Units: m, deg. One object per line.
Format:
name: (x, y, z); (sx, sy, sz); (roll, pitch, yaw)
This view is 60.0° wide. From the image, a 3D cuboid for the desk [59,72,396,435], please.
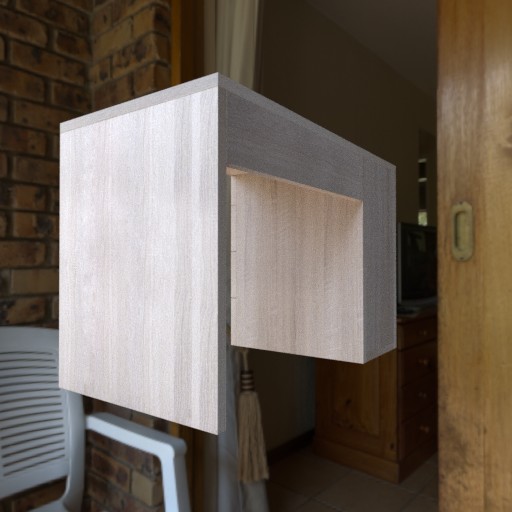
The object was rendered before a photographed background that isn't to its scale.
desk: (0.000, 0.000, 1.514); (0.600, 0.731, 1.100); (0, -1, 36)
